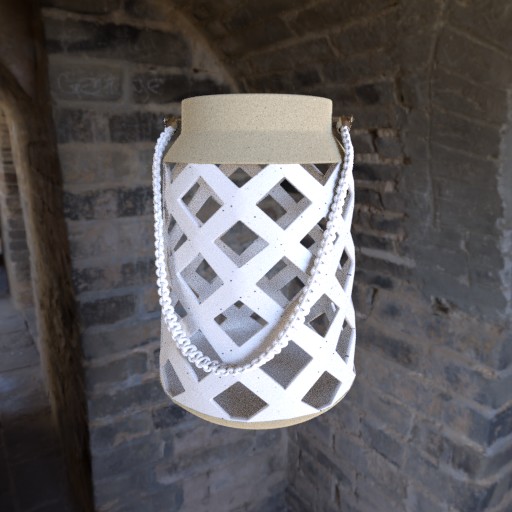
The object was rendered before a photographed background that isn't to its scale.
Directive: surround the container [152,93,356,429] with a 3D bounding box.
[{"bbox_3d":[0.000,0.000,0.399,0.188,0.264,0.198,2,14,9],"label":"container"}]
